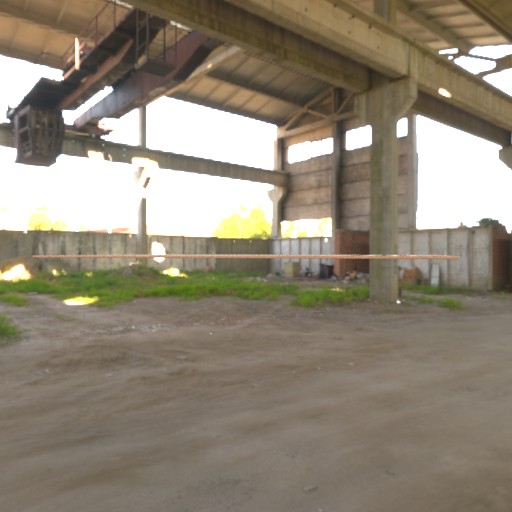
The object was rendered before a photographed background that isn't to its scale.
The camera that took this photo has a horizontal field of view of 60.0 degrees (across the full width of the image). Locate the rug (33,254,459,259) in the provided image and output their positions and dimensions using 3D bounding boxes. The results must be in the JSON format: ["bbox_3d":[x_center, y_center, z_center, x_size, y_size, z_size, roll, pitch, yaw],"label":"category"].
[{"bbox_3d":[0.000,0.000,3.124,2.438,0.014,1.523,0,0,17],"label":"rug"}]
